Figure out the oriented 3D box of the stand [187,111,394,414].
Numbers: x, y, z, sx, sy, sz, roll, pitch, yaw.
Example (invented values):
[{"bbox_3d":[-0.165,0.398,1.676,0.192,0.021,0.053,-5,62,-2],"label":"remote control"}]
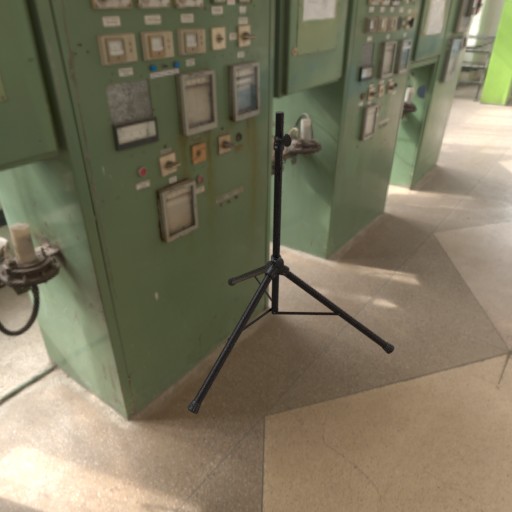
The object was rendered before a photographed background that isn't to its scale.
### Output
[{"bbox_3d":[0.000,0.000,1.884,1.045,1.136,0.907,22,37,32],"label":"stand"}]
